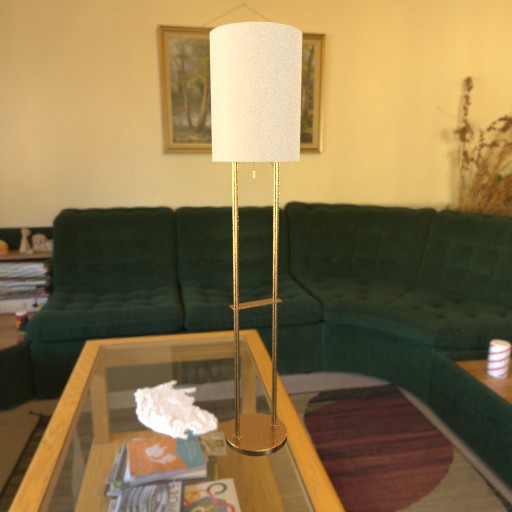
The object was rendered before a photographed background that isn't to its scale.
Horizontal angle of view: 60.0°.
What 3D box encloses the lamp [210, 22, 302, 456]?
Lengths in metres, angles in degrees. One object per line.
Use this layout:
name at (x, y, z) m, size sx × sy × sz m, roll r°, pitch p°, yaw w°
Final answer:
lamp at (0.000, 0.000, 1.633) m, size 0.306 × 1.500 × 0.305 m, roll -7°, pitch 14°, yaw -27°
